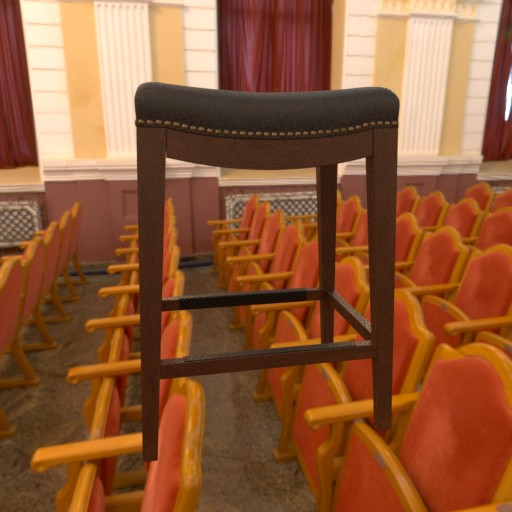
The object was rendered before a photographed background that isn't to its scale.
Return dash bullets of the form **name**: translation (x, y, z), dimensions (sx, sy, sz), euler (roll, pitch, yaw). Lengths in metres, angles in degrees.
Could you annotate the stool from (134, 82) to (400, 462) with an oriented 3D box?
- **stool**: translation (0.000, 0.000, 0.933), dimensions (0.490, 0.664, 0.353), euler (-3, 16, -11)
